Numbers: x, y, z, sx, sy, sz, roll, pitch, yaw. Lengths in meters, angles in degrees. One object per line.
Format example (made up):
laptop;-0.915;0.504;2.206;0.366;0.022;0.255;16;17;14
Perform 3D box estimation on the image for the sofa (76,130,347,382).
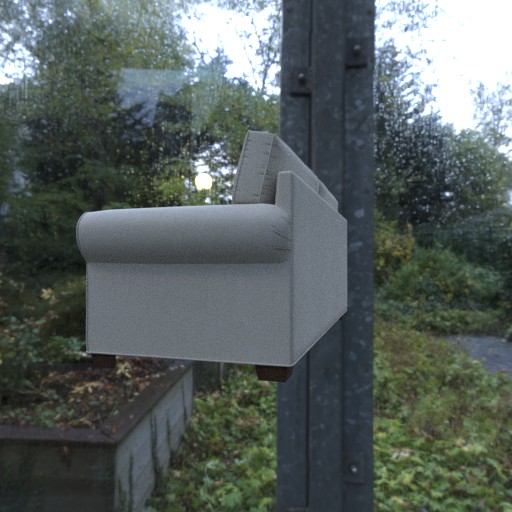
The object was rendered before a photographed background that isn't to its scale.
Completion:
sofa;0.000;0.000;2.687;0.901;0.962;2.146;0;-1;17
